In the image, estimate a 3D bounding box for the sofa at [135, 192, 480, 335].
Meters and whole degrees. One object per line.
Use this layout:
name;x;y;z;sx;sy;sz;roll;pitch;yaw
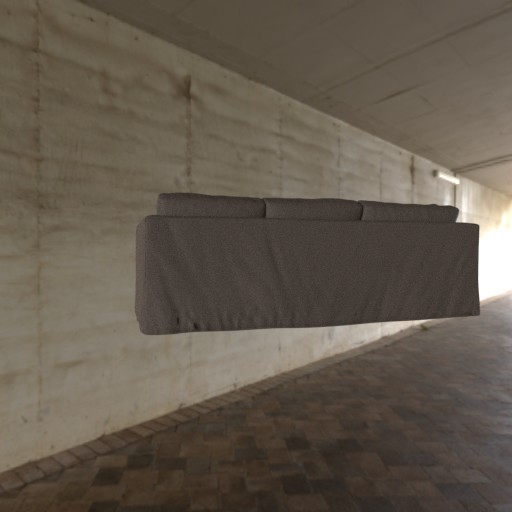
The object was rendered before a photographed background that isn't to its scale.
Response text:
sofa;0.000;0.000;4.561;2.476;0.878;3.528;0;1;-17
